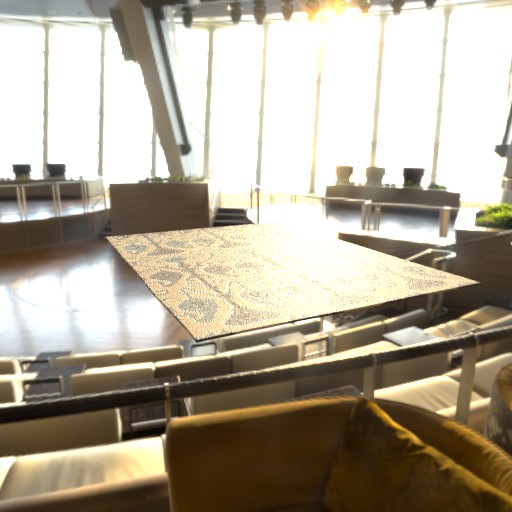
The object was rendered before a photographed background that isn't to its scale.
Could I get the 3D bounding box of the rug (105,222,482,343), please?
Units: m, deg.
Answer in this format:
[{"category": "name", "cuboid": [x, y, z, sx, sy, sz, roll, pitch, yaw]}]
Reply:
[{"category": "rug", "cuboid": [0.000, 0.000, 3.072, 1.676, 0.013, 2.261, -7, 16, -26]}]
